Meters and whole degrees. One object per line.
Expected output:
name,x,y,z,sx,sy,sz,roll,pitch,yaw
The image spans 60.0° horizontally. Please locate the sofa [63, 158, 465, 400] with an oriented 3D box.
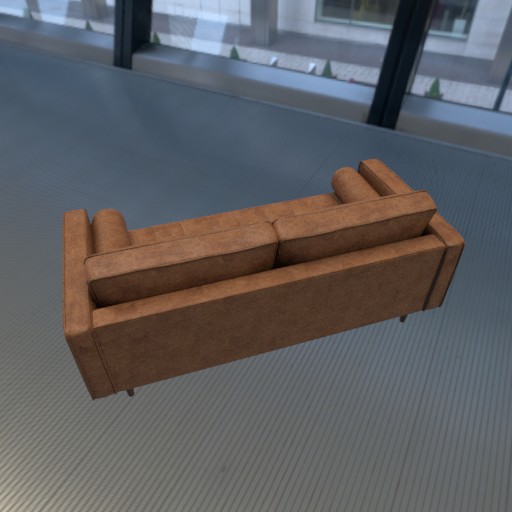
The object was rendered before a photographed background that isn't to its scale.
sofa,0.000,0.000,2.415,1.920,0.825,0.924,-12,43,-13
